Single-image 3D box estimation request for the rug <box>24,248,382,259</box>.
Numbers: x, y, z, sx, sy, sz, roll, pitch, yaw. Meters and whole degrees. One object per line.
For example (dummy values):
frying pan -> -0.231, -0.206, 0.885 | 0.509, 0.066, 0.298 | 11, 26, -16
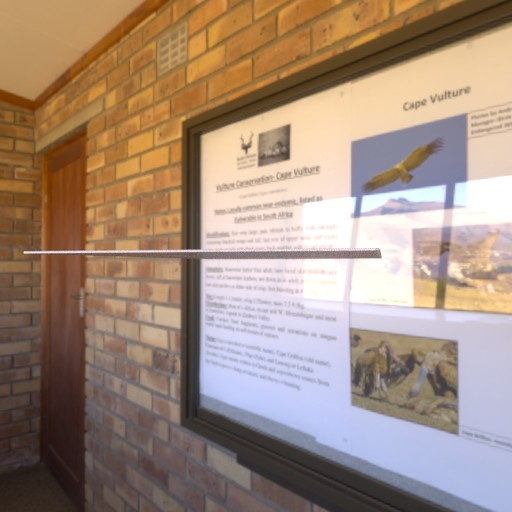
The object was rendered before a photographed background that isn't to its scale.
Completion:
rug -> 0.000, 0.000, 3.683 | 2.005, 0.014, 2.878 | 0, -1, 16
